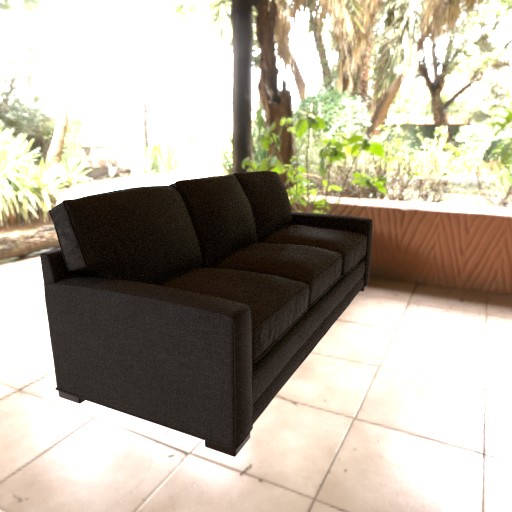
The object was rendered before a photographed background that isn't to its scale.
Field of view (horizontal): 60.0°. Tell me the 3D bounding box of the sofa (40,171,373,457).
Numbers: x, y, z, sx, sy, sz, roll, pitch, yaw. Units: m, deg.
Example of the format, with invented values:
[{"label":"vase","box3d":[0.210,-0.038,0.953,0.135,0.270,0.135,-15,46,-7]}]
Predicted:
[{"label":"sofa","box3d":[0.000,0.000,2.825,1.004,0.978,2.369,7,16,25]}]
